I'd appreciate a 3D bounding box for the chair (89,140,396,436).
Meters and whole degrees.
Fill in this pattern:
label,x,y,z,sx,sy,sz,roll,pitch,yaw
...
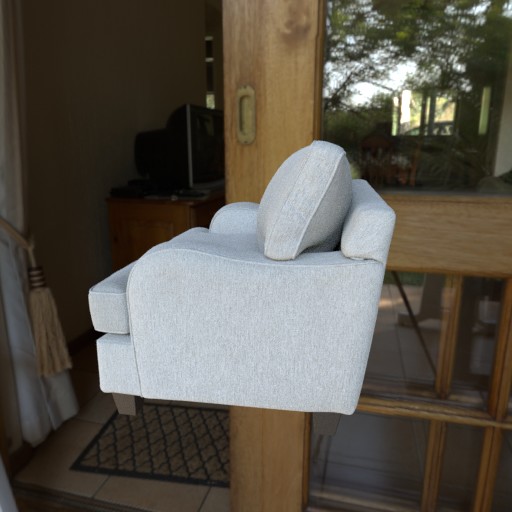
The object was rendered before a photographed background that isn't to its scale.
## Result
label,x,y,z,sx,sy,sz,roll,pitch,yaw
chair,0.000,0.000,2.024,1.041,1.016,1.220,2,14,9
